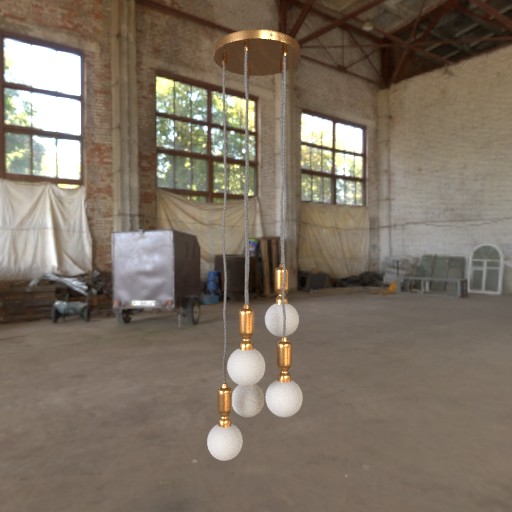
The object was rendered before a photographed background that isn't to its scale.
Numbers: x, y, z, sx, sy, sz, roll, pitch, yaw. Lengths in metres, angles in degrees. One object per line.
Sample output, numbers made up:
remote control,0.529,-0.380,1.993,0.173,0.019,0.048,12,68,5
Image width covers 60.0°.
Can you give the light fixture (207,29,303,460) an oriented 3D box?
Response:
light fixture,0.000,0.000,0.499,0.108,0.457,0.105,0,1,-18
